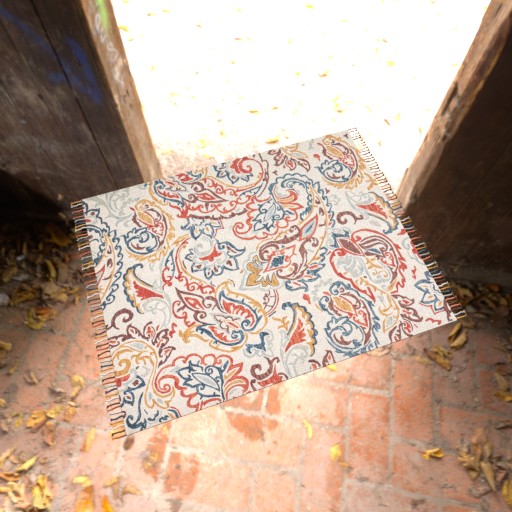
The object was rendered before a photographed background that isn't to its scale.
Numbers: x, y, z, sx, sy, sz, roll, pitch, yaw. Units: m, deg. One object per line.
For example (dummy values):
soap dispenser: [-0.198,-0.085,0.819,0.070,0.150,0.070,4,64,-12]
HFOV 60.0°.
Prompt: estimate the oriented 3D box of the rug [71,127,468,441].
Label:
rug: [0.000,0.000,4.349,3.274,0.015,2.439,-17,64,-9]
